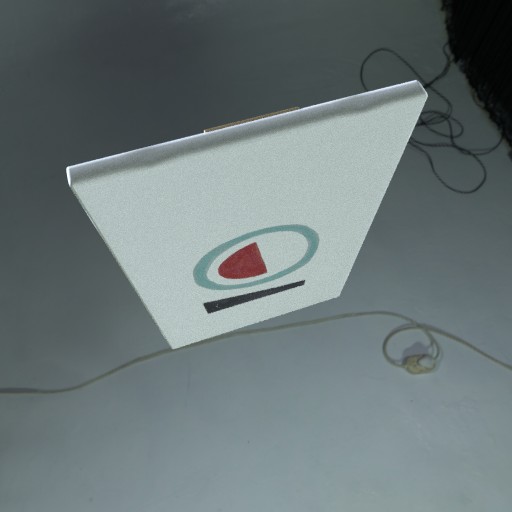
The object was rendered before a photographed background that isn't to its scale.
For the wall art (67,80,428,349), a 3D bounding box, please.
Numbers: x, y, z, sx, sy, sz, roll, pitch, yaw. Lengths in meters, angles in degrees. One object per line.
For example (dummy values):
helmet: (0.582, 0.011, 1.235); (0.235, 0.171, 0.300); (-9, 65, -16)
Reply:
wall art: (0.000, 0.000, 1.114); (0.602, 0.902, 0.048); (-16, 64, -8)
